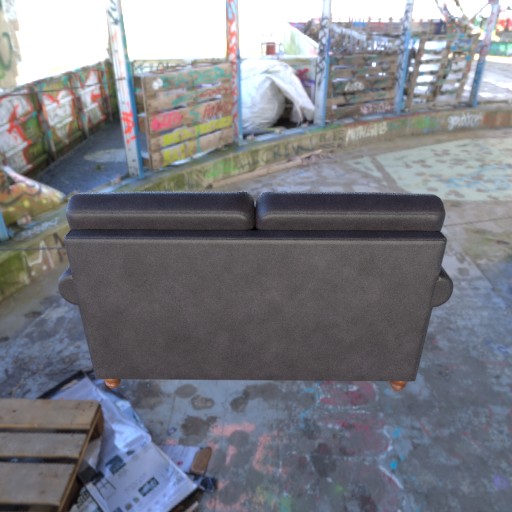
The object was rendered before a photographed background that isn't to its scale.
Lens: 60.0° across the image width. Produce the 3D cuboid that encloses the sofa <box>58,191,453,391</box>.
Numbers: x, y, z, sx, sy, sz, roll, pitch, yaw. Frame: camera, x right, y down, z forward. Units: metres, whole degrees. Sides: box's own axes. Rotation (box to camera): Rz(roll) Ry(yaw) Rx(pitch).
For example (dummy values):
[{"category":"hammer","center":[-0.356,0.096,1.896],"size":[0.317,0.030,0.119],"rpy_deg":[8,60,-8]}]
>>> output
[{"category":"sofa","center":[0.000,0.000,2.344],"size":[1.663,0.979,1.030],"rpy_deg":[0,29,1]}]
